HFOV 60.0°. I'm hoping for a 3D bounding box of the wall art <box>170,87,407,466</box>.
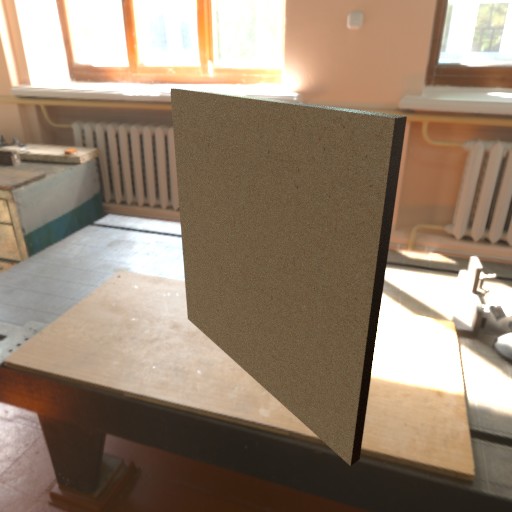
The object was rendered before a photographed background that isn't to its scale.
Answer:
[{"bbox_3d":[0.000,0.000,1.150,0.031,0.775,0.773,-17,30,-33],"label":"wall art"}]
